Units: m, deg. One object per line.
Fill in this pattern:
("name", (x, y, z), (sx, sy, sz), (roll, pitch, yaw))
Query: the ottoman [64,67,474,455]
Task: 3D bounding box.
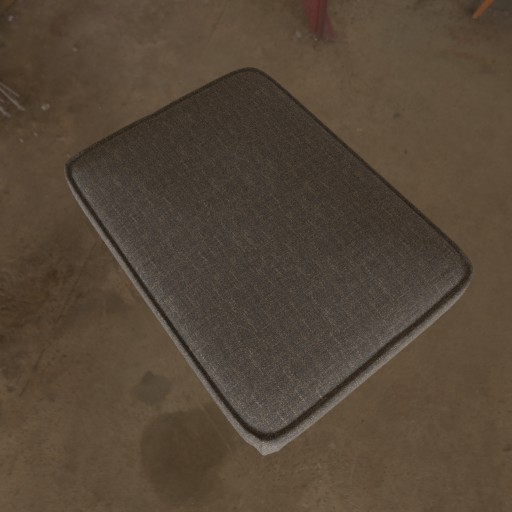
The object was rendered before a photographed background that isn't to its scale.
("ottoman", (0.000, 0.000, 1.062), (0.549, 0.450, 0.749), (-34, 67, -16))
